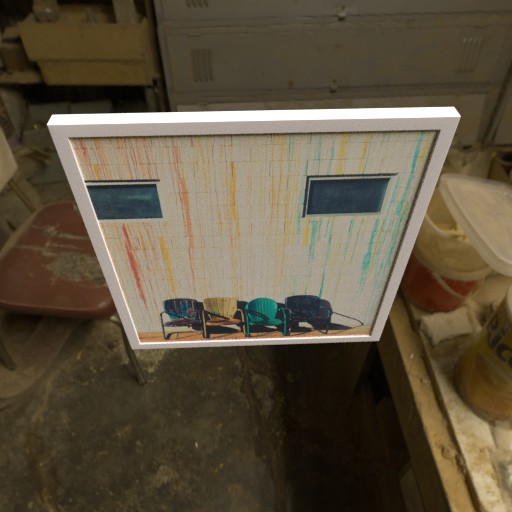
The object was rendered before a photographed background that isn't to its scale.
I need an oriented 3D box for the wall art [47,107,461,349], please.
[{"bbox_3d":[0.000,0.000,1.101,0.760,0.760,0.036,-2,47,-2],"label":"wall art"}]
